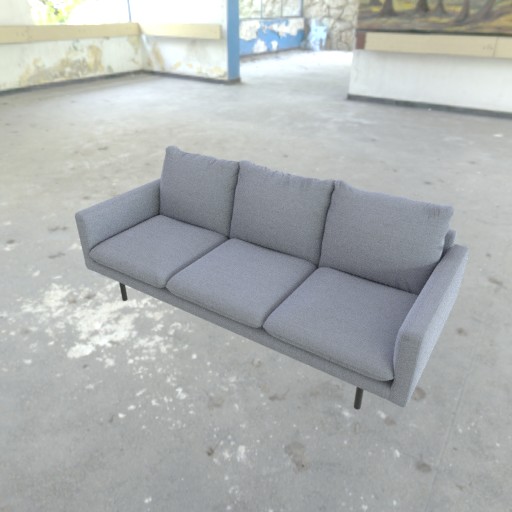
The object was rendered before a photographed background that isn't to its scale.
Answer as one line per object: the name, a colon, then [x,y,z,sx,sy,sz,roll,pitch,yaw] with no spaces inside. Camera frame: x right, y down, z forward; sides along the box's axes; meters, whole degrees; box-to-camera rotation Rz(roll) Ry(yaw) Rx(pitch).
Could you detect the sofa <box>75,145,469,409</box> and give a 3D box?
sofa: [0.000,0.000,2.451,2.000,0.830,0.850,18,34,29]
